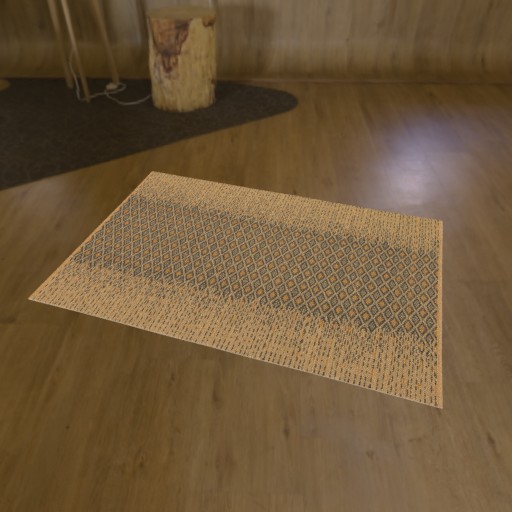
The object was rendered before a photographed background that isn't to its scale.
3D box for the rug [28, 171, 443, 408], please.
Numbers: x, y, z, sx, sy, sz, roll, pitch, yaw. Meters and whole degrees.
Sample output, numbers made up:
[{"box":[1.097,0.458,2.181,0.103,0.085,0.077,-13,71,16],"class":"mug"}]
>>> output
[{"box":[0.000,0.000,2.280,1.828,0.005,1.219,12,42,13],"class":"rug"}]
